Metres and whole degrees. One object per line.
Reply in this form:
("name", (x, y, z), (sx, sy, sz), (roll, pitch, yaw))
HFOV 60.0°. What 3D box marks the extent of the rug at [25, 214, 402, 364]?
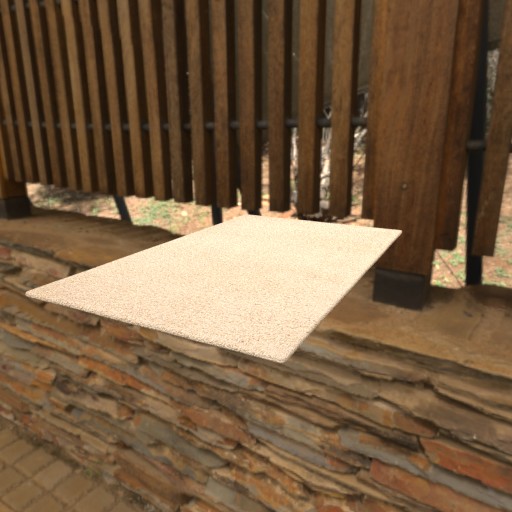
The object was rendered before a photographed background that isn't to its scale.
("rug", (0.000, 0.000, 3.065), (1.524, 0.030, 2.438), (8, 18, 27))
